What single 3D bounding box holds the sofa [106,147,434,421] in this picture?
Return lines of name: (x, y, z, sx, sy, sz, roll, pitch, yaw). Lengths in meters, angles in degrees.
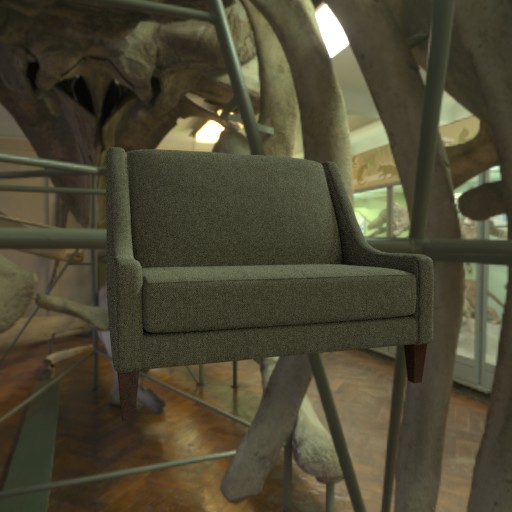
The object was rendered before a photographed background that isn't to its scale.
sofa: (0.000, 0.000, 1.946, 1.242, 1.021, 0.870, -1, 2, -19)
